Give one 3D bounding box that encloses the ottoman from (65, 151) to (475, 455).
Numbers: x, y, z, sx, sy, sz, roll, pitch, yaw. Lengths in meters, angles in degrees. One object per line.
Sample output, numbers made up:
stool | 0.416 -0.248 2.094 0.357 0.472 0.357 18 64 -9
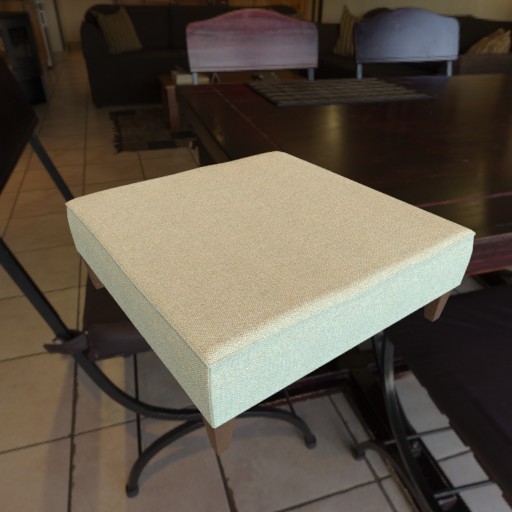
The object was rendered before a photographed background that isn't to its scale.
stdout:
ottoman | 0.000 0.000 1.545 0.968 0.379 1.004 -21 37 -30
